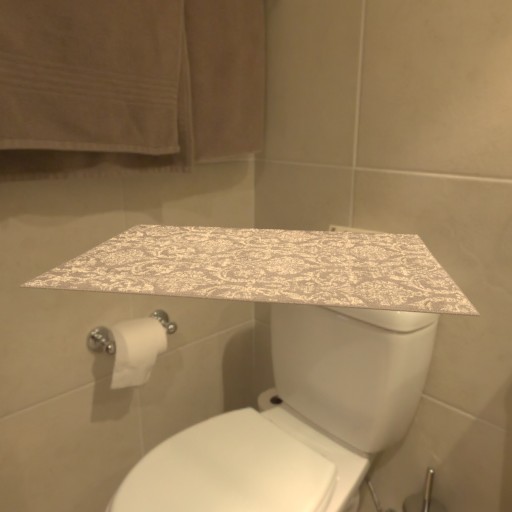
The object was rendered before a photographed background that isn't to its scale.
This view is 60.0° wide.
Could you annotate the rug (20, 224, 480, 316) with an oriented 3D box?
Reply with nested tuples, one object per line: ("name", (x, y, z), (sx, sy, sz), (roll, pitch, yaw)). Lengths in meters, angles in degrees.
("rug", (0.000, 0.000, 3.458), (2.746, 0.018, 1.819), (3, 17, 9))
